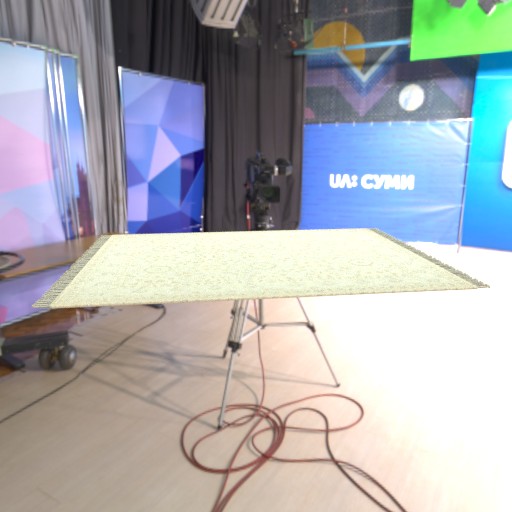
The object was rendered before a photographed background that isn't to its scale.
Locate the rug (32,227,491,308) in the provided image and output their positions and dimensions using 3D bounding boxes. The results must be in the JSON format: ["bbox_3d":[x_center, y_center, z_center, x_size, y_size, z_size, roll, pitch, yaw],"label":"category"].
[{"bbox_3d":[0.000,0.000,2.276,1.771,0.015,1.223,-2,15,-7],"label":"rug"}]
